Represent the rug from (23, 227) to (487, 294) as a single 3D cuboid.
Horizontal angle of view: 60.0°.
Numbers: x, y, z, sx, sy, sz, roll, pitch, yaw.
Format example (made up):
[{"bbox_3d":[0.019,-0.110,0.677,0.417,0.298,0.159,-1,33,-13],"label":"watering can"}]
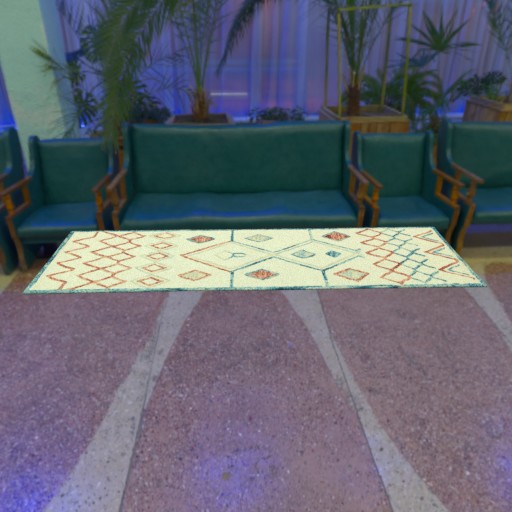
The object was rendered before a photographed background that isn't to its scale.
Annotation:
[{"bbox_3d":[0.000,0.000,2.646,2.435,0.011,0.750,-1,28,-1],"label":"rug"}]
